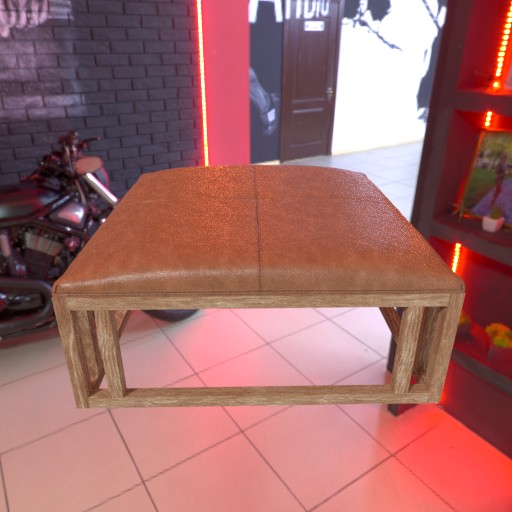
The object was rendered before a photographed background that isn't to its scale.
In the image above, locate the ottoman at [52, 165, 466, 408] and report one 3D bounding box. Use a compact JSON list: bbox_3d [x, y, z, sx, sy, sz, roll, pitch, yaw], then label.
[{"bbox_3d":[0.000,0.000,1.588,1.013,0.442,1.016,-1,26,-1],"label":"ottoman"}]
